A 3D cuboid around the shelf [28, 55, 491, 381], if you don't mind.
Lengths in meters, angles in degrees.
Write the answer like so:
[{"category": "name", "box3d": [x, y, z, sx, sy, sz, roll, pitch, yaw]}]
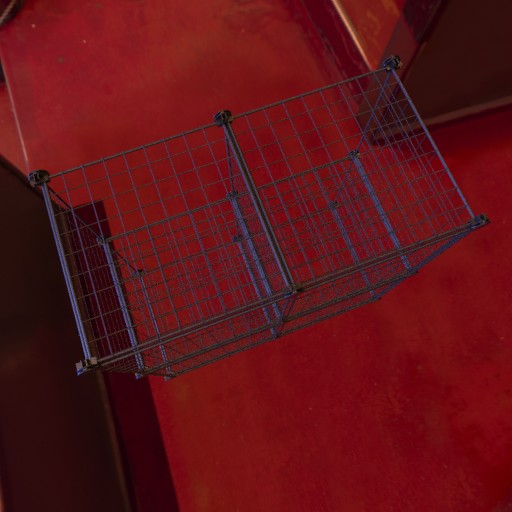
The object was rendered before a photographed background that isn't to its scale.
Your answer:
[{"category": "shelf", "box3d": [0.000, 0.000, 1.086, 0.711, 0.711, 0.356, -20, 75, -6]}]
